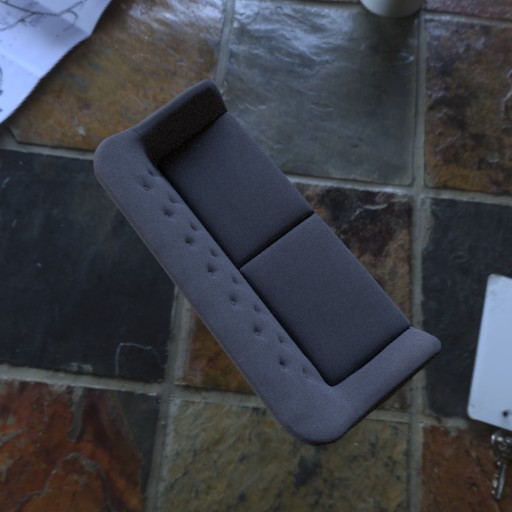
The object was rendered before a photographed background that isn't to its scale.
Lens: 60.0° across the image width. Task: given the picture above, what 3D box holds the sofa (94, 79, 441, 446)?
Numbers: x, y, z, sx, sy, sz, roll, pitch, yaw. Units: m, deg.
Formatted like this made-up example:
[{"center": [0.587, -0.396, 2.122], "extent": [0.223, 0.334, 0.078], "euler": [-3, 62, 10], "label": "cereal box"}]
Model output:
[{"center": [0.000, 0.000, 2.298], "extent": [0.820, 0.820, 1.840], "euler": [-37, 78, -9], "label": "sofa"}]
